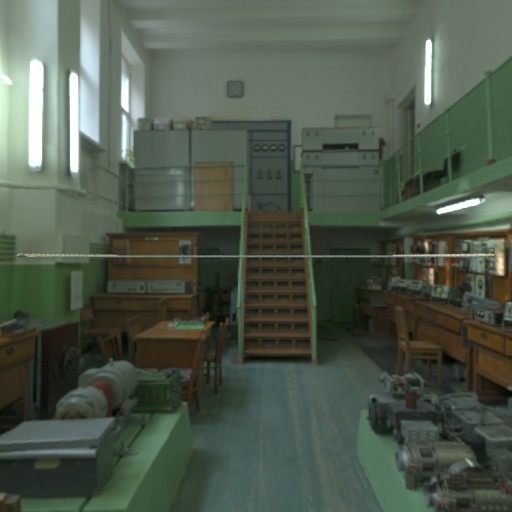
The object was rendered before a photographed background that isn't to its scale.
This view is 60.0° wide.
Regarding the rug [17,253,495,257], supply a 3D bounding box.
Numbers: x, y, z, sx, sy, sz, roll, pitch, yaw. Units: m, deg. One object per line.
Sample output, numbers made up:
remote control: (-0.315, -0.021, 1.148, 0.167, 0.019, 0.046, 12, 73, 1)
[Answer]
rug: (0.000, 0.000, 2.998, 2.433, 0.022, 1.556, 0, 0, 0)
